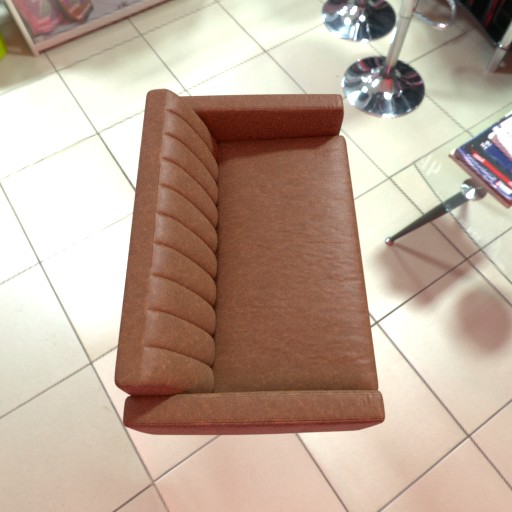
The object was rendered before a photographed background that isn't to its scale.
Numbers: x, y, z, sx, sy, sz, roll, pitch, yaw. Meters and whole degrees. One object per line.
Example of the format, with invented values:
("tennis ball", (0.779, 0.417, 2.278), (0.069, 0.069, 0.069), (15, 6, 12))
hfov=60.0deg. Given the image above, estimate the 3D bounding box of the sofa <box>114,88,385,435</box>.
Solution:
("sofa", (0.000, 0.000, 2.075), (0.960, 0.820, 1.549), (-1, 65, 0))
